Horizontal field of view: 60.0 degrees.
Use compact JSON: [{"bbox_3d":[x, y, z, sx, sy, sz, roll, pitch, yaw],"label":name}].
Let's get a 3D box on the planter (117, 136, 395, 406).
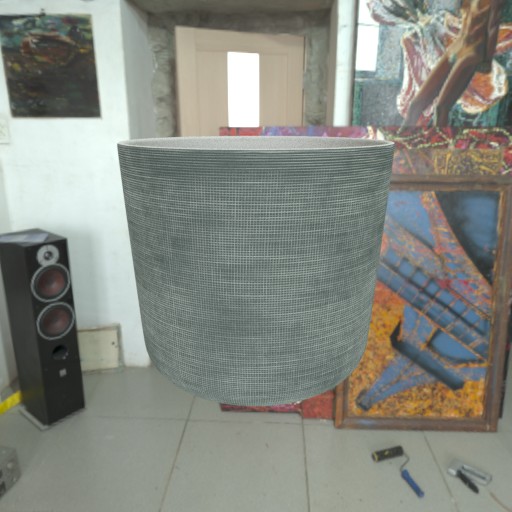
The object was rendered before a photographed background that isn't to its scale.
[{"bbox_3d":[0.000,0.000,0.790,0.440,0.398,0.440,0,17,0],"label":"planter"}]
